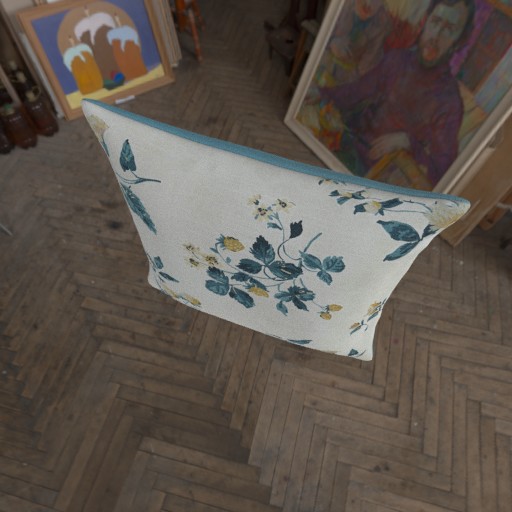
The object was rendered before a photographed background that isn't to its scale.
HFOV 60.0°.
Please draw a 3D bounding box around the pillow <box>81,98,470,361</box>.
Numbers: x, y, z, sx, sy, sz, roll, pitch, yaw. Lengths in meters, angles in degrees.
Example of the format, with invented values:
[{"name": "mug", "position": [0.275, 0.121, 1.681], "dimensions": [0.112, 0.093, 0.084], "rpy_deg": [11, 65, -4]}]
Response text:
[{"name": "pillow", "position": [0.000, 0.000, 0.770], "dimensions": [0.526, 0.507, 0.166], "rpy_deg": [18, 59, 11]}]
